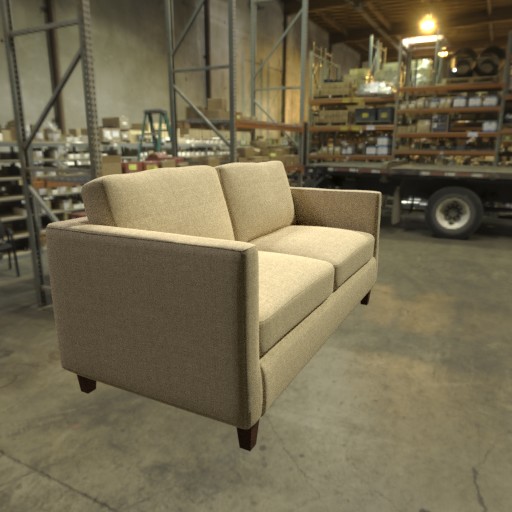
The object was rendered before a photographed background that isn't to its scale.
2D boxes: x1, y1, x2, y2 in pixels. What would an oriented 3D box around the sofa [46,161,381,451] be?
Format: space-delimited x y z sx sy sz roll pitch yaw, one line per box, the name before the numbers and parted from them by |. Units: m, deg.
sofa | 0.000 0.000 2.395 0.950 0.963 1.884 7 16 27
